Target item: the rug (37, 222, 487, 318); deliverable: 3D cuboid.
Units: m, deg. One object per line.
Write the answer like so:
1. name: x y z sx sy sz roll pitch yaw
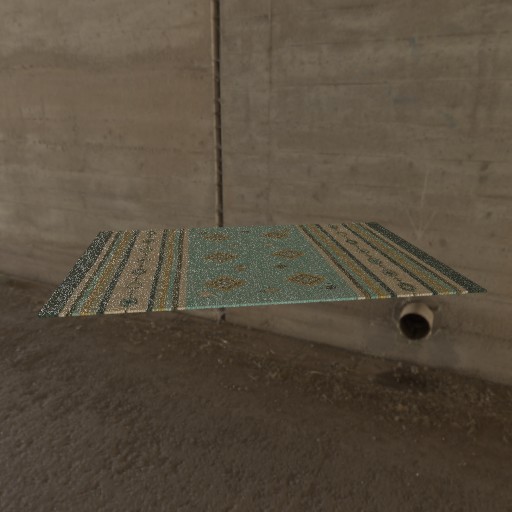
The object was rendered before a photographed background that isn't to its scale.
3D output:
1. rug: 0.000 0.000 2.332 1.811 0.010 1.212 -2 18 -7
